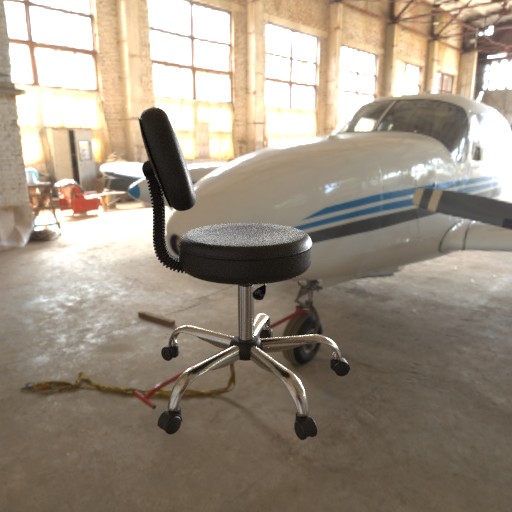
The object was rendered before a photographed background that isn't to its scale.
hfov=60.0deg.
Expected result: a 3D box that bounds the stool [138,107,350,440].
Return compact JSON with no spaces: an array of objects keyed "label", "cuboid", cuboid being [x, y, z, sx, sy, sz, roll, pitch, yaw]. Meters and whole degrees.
[{"label":"stool","cuboid":[0.000,0.000,1.369,0.648,0.862,0.673,-2,14,-10]}]
